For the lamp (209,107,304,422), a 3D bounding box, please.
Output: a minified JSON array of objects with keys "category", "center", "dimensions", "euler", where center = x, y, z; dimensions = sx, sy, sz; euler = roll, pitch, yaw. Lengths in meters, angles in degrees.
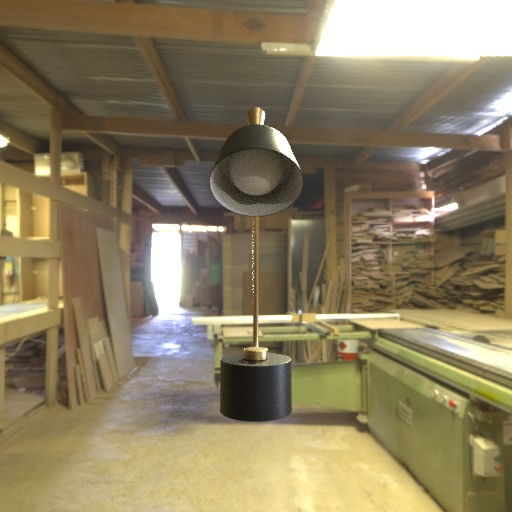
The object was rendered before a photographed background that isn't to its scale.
[{"category":"lamp","center":[0.000,0.000,0.627],"dimensions":[0.110,0.464,0.352],"euler":[0,-2,0]}]
